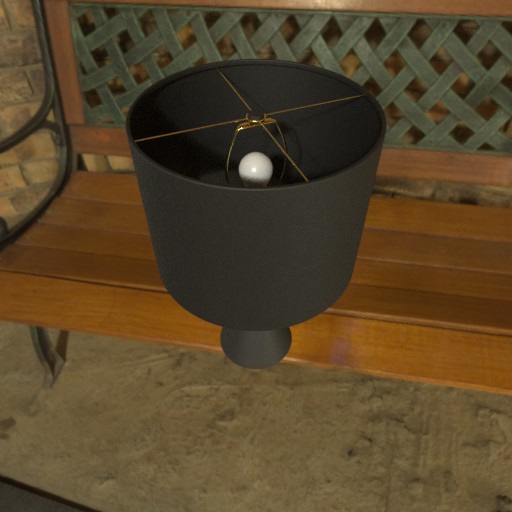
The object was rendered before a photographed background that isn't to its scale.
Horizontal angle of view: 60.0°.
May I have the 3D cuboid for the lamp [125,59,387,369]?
[{"bbox_3d":[0.000,0.000,0.829,0.359,0.584,0.359,-16,48,-15],"label":"lamp"}]
